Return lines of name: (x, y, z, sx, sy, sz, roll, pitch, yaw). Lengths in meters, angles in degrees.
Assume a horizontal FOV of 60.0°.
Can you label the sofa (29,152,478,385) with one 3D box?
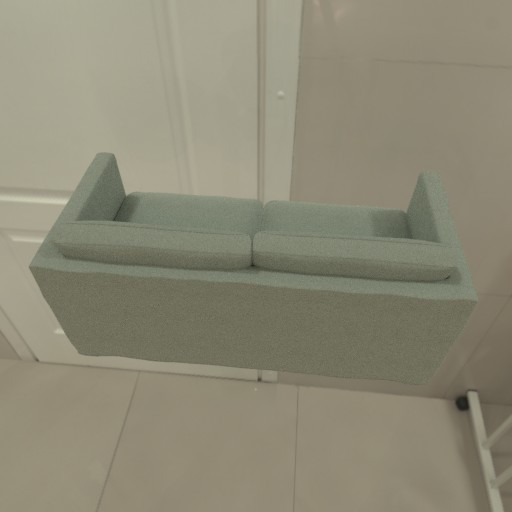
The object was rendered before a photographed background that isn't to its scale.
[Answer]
sofa: (0.000, 0.000, 2.427, 1.987, 0.870, 0.940, 4, 47, 4)
